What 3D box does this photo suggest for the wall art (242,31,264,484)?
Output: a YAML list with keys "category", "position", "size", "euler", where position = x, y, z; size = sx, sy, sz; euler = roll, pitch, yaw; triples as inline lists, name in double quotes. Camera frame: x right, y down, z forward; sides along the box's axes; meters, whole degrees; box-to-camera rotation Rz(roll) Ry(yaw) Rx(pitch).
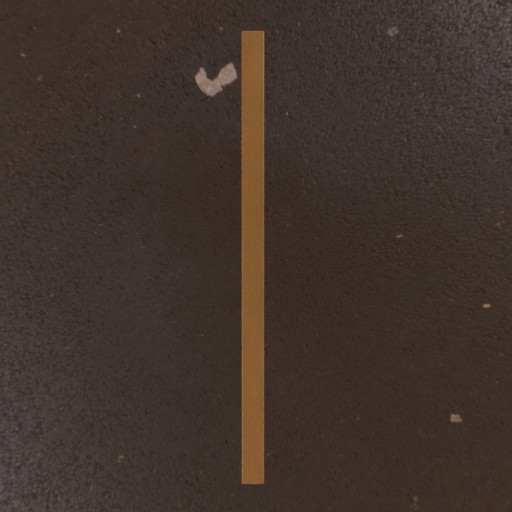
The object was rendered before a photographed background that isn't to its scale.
- category: "wall art"
  position: [0.000, 0.000, 1.126]
  size: [0.037, 0.763, 0.763]
  euler: [0, 91, 1]
